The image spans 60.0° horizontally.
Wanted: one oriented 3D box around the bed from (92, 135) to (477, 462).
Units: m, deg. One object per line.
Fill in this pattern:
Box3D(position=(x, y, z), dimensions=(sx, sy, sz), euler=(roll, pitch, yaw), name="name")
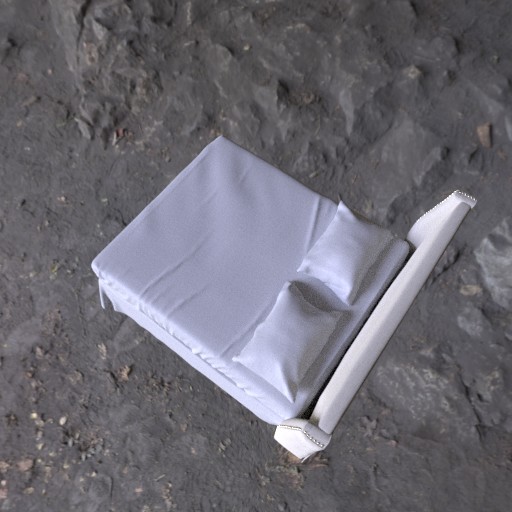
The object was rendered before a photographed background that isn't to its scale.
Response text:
Box3D(position=(0.000, 0.000, 3.455), dimensions=(2.276, 1.332, 1.925), euler=(33, 68, 16), name="bed")
